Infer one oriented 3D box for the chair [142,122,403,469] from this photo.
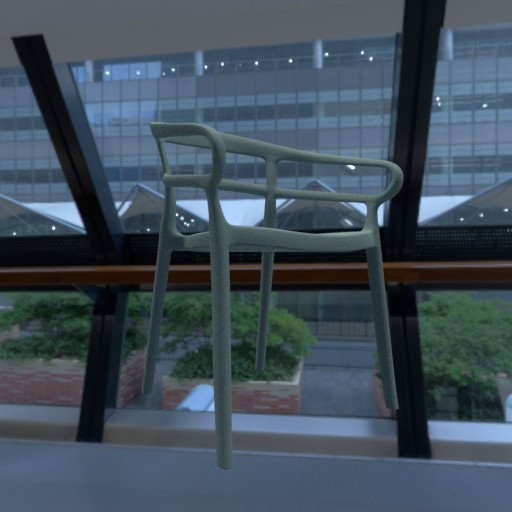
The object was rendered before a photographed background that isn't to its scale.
[{"bbox_3d":[0.000,0.000,1.137,0.559,0.761,0.527,0,1,-37],"label":"chair"}]
